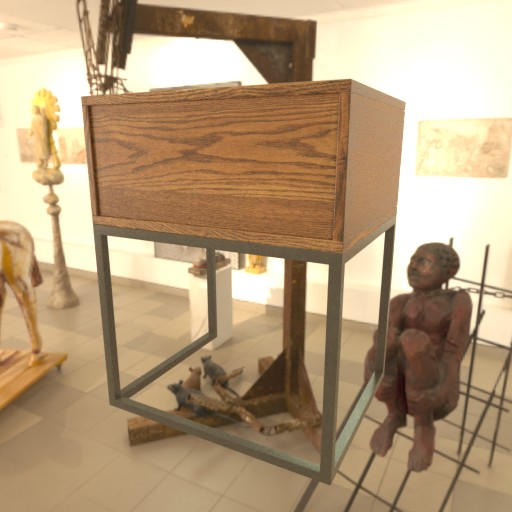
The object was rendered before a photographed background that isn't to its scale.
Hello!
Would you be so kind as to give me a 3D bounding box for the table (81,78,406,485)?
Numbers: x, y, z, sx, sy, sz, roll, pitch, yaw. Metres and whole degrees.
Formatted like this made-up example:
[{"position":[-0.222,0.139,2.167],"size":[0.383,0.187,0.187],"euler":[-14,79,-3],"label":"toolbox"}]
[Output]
[{"position":[0.000,0.000,0.912],"size":[0.482,0.610,0.400],"euler":[8,16,27],"label":"table"}]
